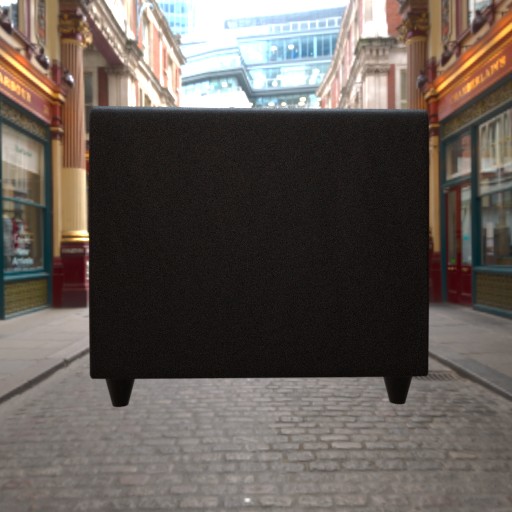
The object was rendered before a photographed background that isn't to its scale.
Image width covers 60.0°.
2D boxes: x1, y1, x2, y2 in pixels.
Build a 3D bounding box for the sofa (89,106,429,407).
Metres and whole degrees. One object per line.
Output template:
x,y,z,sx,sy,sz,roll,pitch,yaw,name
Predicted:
0.000,0.000,1.436,0.809,0.724,0.839,0,0,-2,sofa
